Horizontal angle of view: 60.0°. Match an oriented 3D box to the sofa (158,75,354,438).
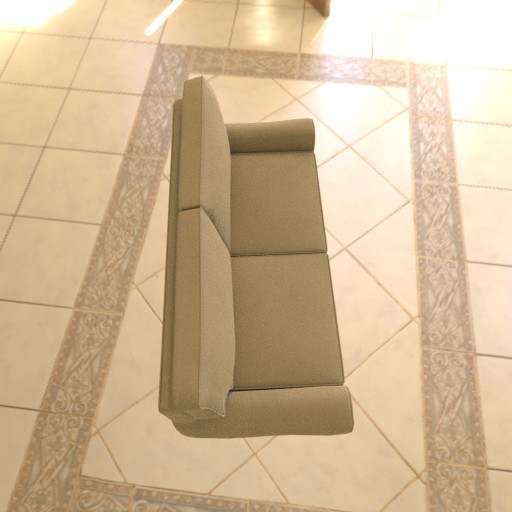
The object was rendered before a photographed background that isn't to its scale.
[{"bbox_3d":[0.000,0.000,2.383,0.841,1.024,1.823,-2,64,-1],"label":"sofa"}]
